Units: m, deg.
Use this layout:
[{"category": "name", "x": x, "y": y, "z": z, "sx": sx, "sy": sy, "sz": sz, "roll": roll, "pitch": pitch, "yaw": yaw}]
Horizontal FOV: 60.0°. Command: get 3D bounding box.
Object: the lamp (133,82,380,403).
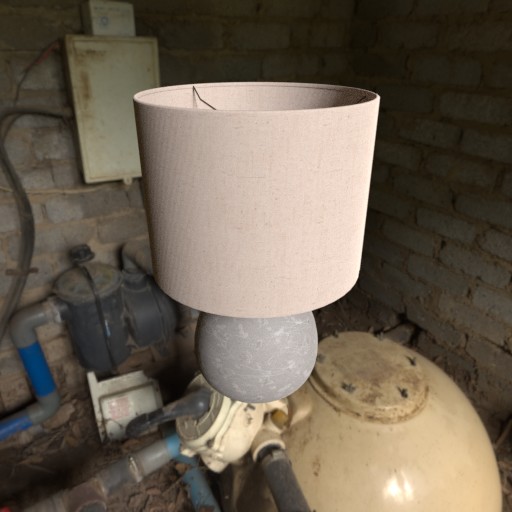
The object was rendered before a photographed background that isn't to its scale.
[{"category": "lamp", "x": 0.000, "y": 0.000, "z": 0.588, "sx": 0.269, "sy": 0.409, "sz": 0.269, "roll": 9, "pitch": 28, "yaw": 18}]
